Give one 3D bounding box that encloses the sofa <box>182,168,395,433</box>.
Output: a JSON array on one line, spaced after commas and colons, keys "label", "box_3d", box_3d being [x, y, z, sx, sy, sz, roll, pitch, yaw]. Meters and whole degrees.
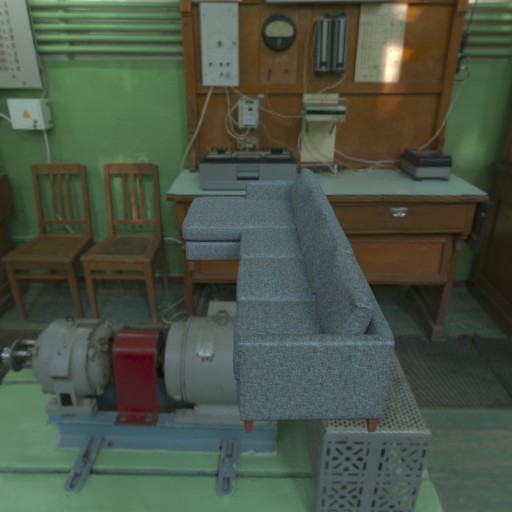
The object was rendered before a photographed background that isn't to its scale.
[{"label": "sofa", "box_3d": [0.000, 0.000, 4.222, 1.635, 0.960, 3.485, 0, 25, 0]}]
